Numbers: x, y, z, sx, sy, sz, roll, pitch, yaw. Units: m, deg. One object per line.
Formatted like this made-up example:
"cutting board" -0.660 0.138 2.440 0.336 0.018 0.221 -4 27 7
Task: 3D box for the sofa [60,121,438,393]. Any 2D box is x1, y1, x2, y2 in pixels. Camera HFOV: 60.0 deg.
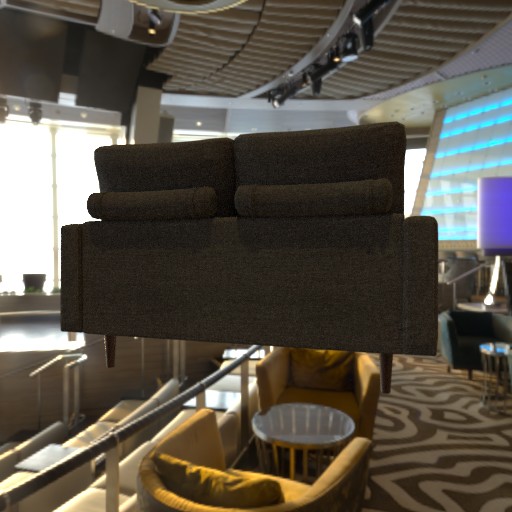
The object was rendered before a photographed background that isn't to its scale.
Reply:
"sofa" 0.000 0.000 1.922 1.407 0.907 0.842 0 1 17
